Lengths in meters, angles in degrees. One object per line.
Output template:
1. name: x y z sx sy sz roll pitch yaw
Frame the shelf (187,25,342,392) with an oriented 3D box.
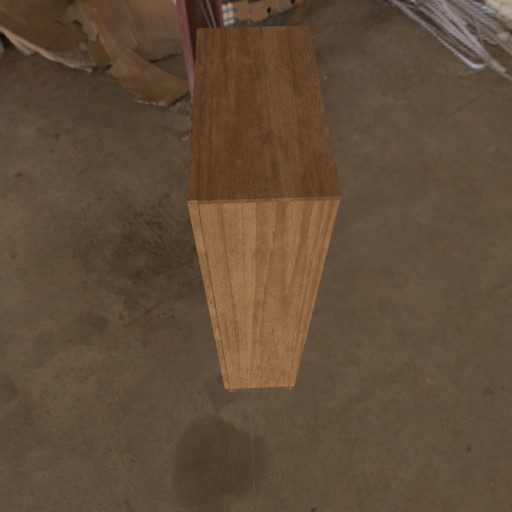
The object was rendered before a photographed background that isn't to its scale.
1. shelf: 0.000 0.000 2.292 0.453 1.930 0.864 -2 57 -1
